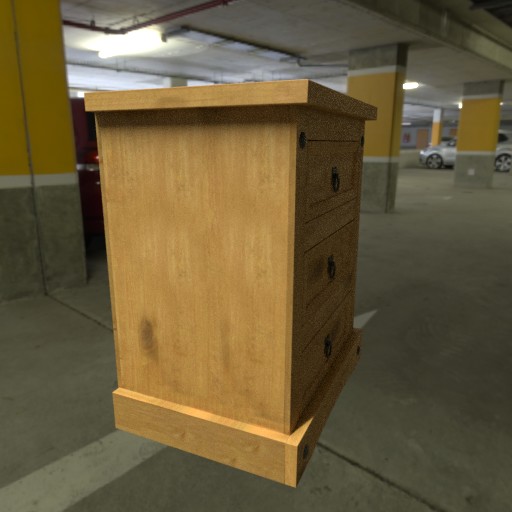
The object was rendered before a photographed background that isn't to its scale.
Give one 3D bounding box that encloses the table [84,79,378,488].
[{"bbox_3d":[0.000,0.000,1.228,0.500,0.813,0.660,6,16,24],"label":"table"}]
